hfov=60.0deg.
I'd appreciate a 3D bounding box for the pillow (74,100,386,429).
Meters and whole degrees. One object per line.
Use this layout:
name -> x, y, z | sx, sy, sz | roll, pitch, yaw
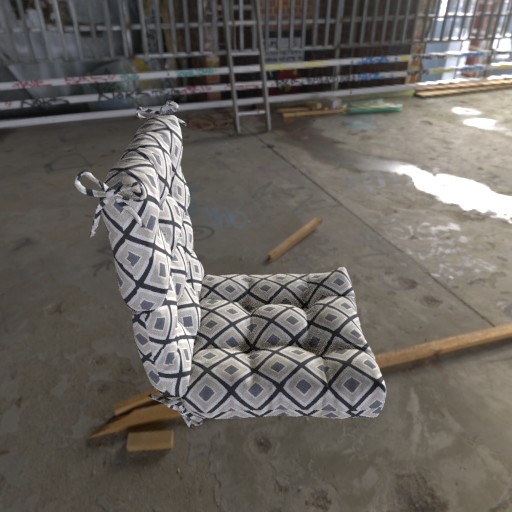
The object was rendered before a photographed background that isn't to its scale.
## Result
pillow -> 0.000, 0.000, 1.026 | 0.571, 0.605, 0.519 | -1, 33, -1
